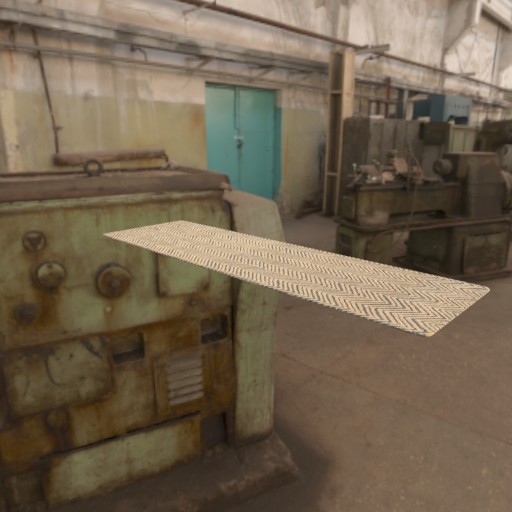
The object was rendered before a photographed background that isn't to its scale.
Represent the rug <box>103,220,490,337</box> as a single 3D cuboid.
[{"bbox_3d":[0.000,0.000,2.518,2.286,0.008,0.686,15,21,42],"label":"rug"}]
